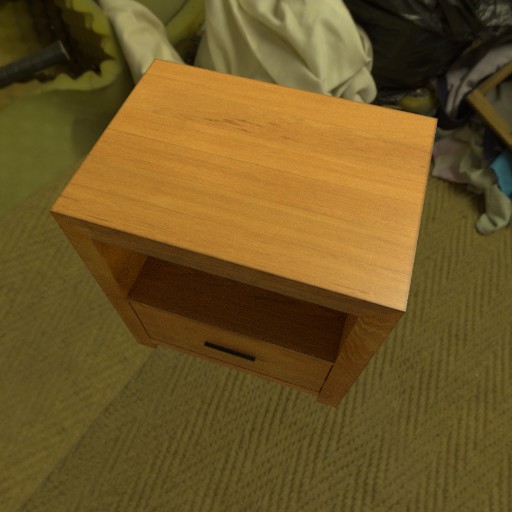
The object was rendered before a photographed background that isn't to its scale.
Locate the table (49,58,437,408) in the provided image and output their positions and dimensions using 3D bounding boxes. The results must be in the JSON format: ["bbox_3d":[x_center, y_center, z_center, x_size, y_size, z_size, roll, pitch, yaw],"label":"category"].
[{"bbox_3d":[0.000,0.000,0.996,0.550,0.605,0.400,16,61,9],"label":"table"}]
